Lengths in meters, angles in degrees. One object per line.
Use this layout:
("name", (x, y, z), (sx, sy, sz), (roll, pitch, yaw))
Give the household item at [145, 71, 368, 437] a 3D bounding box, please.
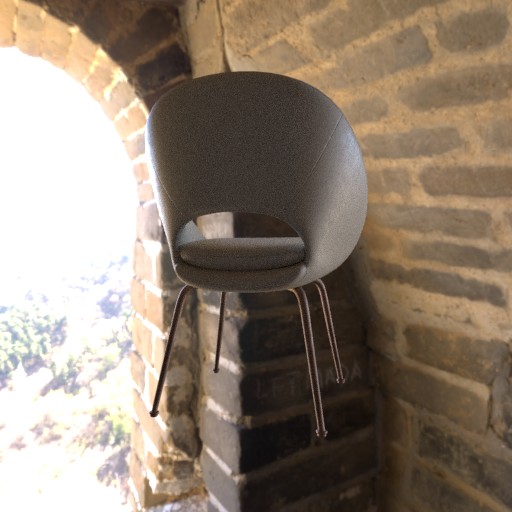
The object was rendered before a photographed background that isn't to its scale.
("household item", (0.000, 0.000, 1.281), (0.623, 0.852, 0.573), (0, 1, 17))
